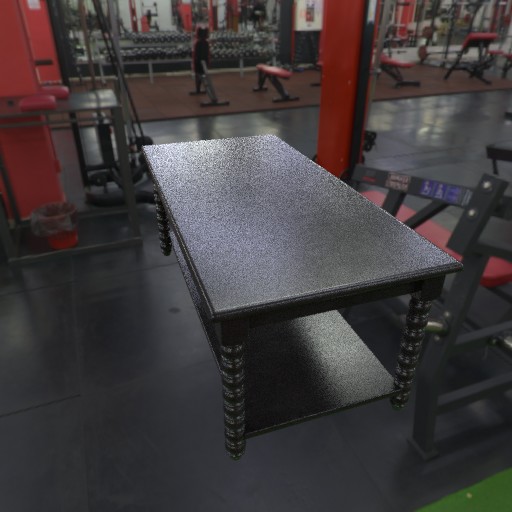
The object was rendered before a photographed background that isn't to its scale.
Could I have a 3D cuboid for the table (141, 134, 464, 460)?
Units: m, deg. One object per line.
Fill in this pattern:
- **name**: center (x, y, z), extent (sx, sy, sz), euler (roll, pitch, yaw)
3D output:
- **table**: center (0.000, 0.000, 1.490), extent (0.580, 0.487, 1.171), euler (-10, 31, -16)
